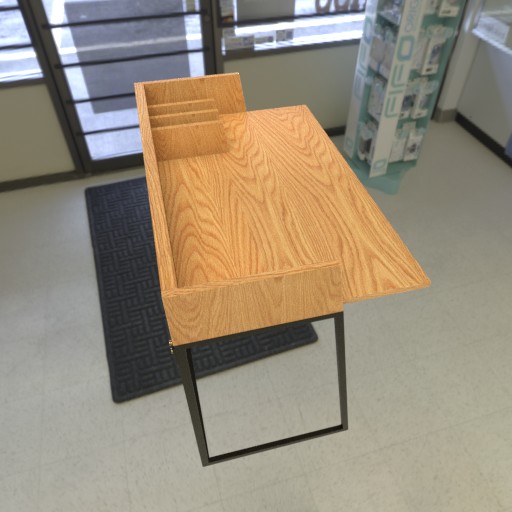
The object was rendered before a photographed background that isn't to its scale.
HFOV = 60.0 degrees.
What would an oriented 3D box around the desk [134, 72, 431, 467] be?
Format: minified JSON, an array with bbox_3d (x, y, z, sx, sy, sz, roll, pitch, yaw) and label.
[{"bbox_3d":[0.000,0.000,1.873,0.769,1.061,1.191,-10,46,-10],"label":"desk"}]
